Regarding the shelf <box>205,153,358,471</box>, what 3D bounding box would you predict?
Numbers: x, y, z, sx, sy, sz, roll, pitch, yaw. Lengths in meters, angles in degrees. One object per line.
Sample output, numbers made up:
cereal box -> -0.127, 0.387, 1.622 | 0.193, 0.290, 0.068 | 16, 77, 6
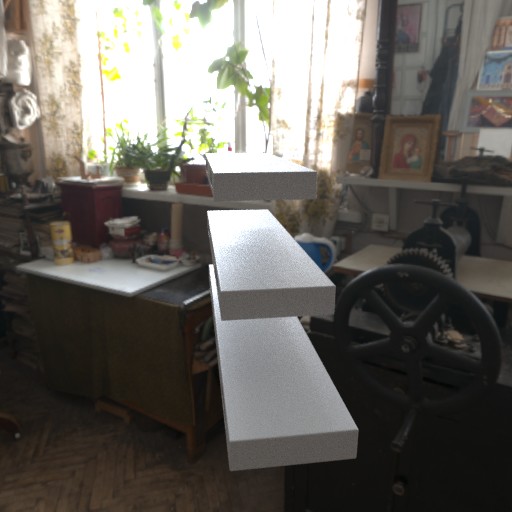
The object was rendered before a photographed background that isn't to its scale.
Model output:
shelf -> 0.000, 0.000, 0.727 | 0.140, 0.293, 0.610 | -2, 17, -7
